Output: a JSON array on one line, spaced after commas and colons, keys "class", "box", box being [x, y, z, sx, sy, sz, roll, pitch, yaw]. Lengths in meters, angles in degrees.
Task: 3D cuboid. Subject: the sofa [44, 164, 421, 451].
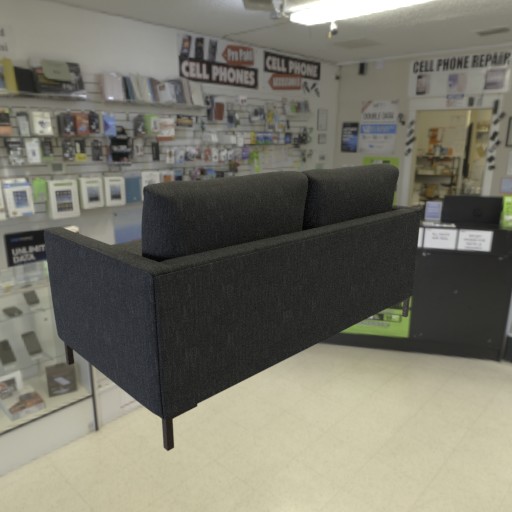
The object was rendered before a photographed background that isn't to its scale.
[{"class": "sofa", "box": [0.000, 0.000, 2.181, 1.716, 0.862, 0.866, -14, 20, -42]}]
